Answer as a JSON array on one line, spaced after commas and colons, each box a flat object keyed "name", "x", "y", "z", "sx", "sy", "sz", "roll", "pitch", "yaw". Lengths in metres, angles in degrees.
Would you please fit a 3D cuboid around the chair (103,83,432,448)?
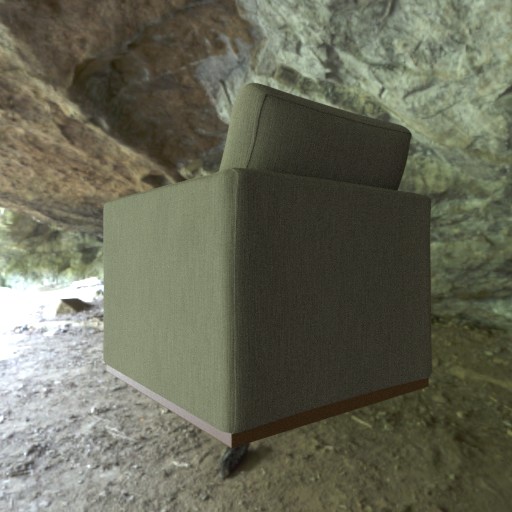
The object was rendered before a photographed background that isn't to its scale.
[{"name": "chair", "x": 0.000, "y": 0.000, "z": 1.466, "sx": 0.763, "sy": 0.811, "sz": 0.834, "roll": 0, "pitch": 0, "yaw": -37}]
